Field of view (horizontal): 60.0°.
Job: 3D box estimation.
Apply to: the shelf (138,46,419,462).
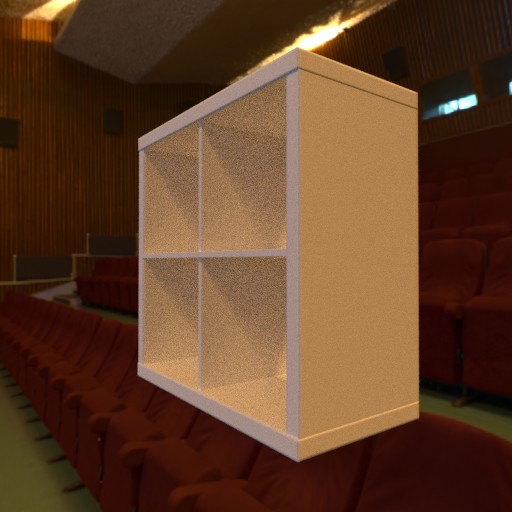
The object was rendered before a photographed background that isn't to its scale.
[{"bbox_3d":[0.000,0.000,1.271,0.390,0.786,0.790,0,-1,-37],"label":"shelf"}]
